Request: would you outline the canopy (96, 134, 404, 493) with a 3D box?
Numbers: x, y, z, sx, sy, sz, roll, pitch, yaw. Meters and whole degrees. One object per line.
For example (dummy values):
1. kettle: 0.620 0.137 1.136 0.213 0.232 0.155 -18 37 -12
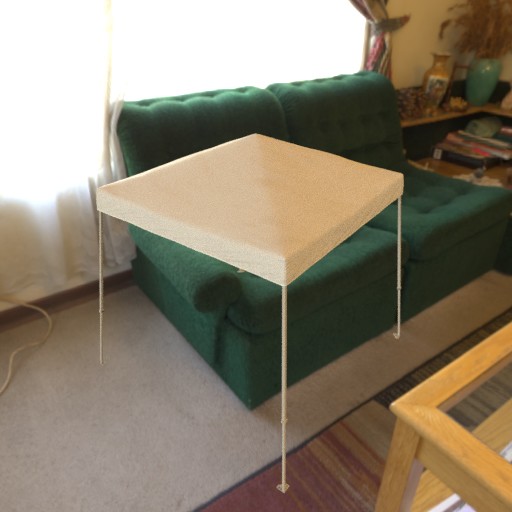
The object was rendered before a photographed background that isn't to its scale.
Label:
1. canopy: 0.000 0.000 6.554 3.600 3.600 3.599 21 36 32
